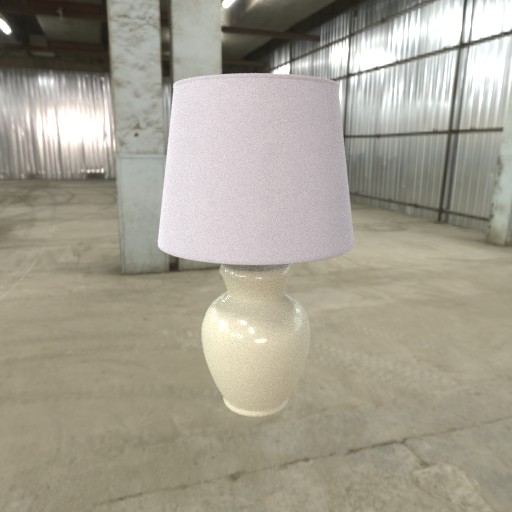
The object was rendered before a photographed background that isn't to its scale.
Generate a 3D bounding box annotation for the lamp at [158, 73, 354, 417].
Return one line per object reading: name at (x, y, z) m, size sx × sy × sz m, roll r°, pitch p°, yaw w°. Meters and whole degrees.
lamp at (0.000, 0.000, 0.556) m, size 0.239 × 0.399 × 0.239 m, roll 0°, pitch 13°, yaw 0°
